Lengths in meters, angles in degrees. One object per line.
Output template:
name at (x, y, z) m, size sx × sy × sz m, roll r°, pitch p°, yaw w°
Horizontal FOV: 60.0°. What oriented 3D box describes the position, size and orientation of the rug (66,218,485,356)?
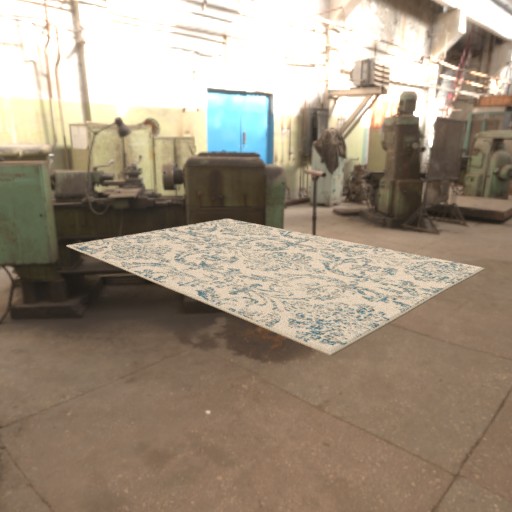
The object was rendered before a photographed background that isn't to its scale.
rug at (0.000, 0.000, 2.295) m, size 1.213 × 0.012 × 1.831 m, roll -14°, pitch 21°, yaw -43°
